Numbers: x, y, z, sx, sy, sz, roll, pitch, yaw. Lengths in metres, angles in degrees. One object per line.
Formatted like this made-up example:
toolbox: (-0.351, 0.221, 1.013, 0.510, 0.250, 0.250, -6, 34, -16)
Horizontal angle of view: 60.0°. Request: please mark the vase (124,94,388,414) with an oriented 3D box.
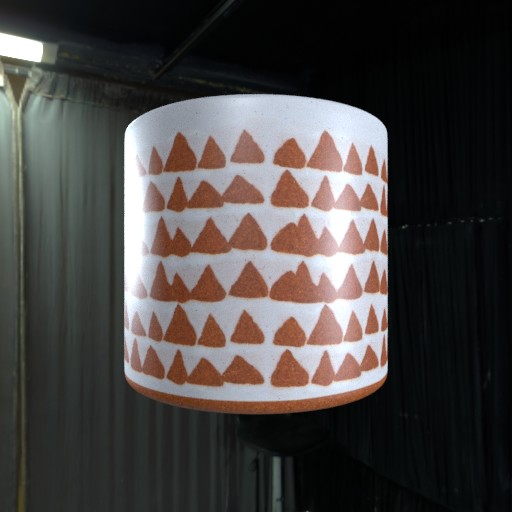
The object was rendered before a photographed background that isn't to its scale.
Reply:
vase: (0.000, 0.000, 0.240, 0.137, 0.127, 0.137, 0, 0, 0)
